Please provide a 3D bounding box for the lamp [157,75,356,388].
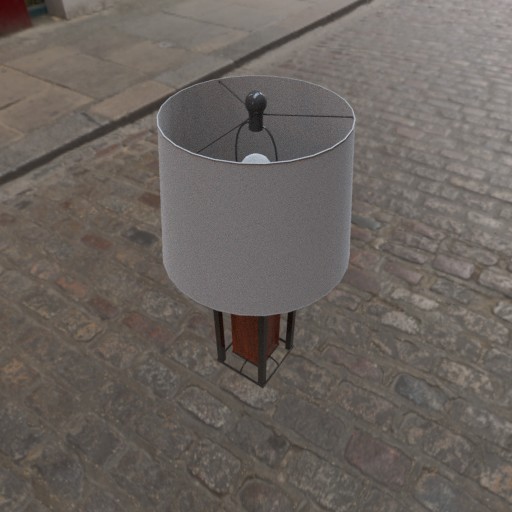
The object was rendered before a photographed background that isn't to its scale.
[{"bbox_3d":[0.000,0.000,0.784,0.320,0.591,0.320,0,43,0],"label":"lamp"}]
